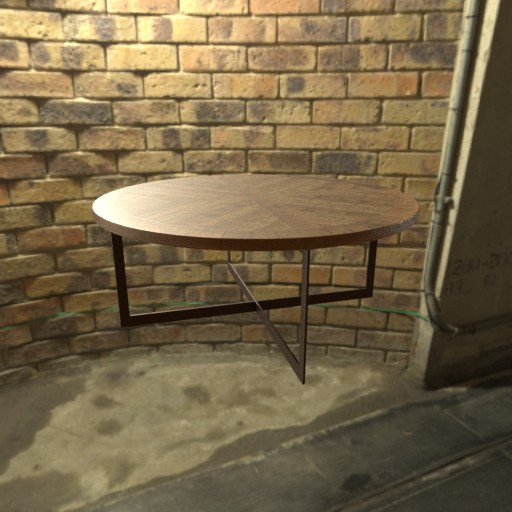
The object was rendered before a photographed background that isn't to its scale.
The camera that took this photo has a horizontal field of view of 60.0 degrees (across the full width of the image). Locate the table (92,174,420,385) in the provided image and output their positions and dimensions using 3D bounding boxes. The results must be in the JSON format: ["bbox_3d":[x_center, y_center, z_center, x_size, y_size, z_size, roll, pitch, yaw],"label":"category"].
[{"bbox_3d":[0.000,0.000,1.888,1.264,0.516,1.264,0,18,0],"label":"table"}]
